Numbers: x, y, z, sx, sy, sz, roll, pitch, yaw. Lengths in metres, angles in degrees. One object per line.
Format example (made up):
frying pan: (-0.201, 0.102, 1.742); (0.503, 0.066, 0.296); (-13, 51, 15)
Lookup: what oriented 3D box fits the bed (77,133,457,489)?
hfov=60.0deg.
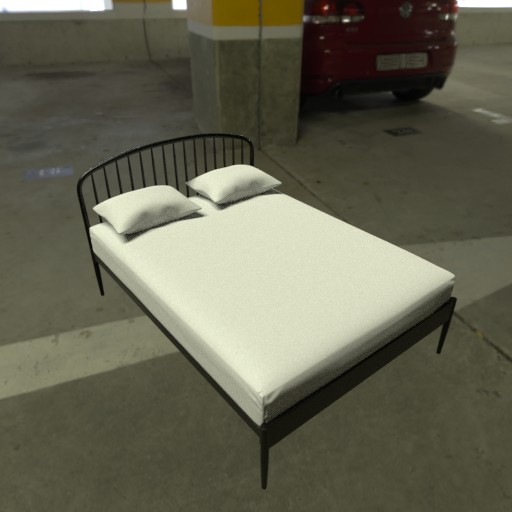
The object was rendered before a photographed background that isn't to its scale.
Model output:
bed: (0.000, 0.000, 3.089); (1.618, 1.166, 2.159); (-22, 37, -32)
